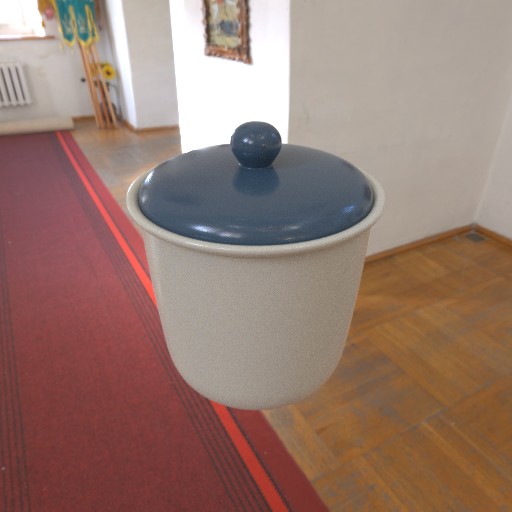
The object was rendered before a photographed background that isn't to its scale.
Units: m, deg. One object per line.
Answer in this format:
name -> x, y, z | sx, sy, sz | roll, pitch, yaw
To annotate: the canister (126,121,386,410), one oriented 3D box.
canister -> 0.000, 0.000, 0.349 | 0.182, 0.208, 0.182 | 0, 31, 0
